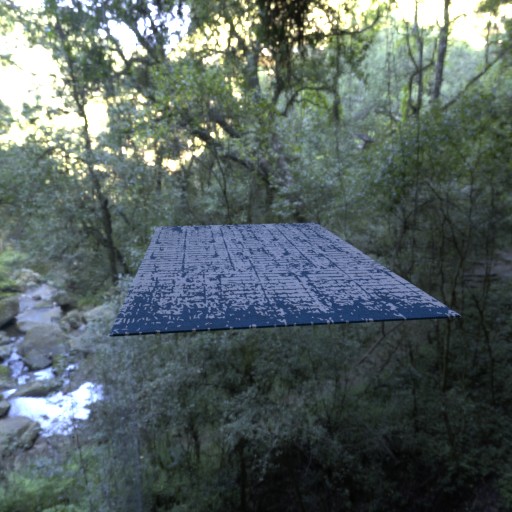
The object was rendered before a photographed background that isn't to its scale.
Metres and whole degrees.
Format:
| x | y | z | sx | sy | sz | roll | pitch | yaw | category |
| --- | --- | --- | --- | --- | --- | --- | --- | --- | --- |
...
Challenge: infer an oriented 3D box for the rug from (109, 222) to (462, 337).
| x | y | z | sx | sy | sz | roll | pitch | yaw | category |
| --- | --- | --- | --- | --- | --- | --- | --- | --- | --- |
| 0.000 | 0.000 | 3.038 | 1.517 | 0.011 | 2.435 | -2 | 14 | -7 | rug |
